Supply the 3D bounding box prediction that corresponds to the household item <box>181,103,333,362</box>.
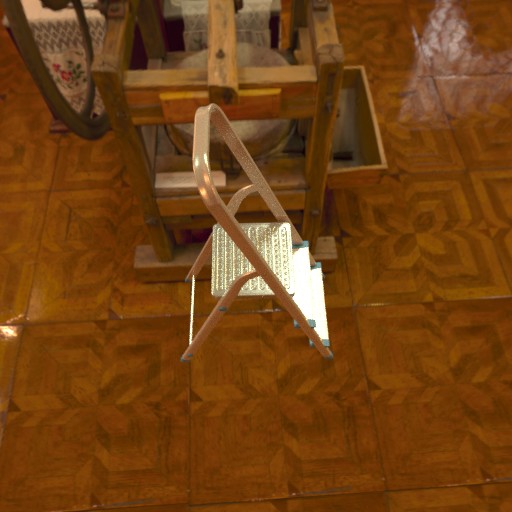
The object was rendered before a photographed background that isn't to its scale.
[{"bbox_3d":[0.000,0.000,1.559,0.687,1.215,0.420,-1,62,-1],"label":"household item"}]
